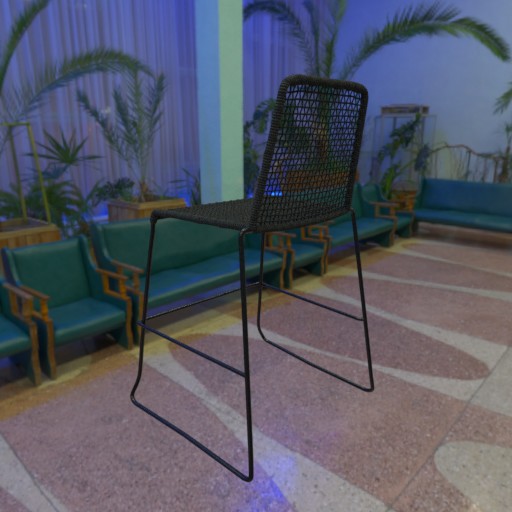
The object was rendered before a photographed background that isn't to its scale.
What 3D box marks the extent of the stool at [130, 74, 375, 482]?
[{"bbox_3d":[0.000,0.000,1.255,0.590,0.905,0.509,-15,21,-43],"label":"stool"}]
